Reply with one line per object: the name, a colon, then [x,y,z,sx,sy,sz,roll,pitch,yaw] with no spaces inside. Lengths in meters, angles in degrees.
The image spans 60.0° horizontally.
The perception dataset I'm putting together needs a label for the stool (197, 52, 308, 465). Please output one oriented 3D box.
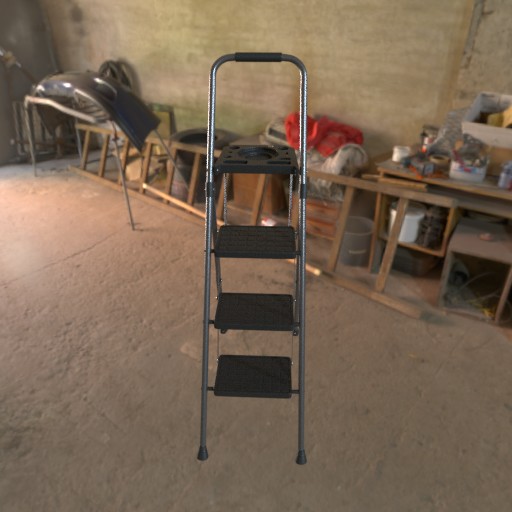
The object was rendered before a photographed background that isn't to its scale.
stool: [0.000,0.000,1.565,0.396,1.277,0.733,1,31,2]
